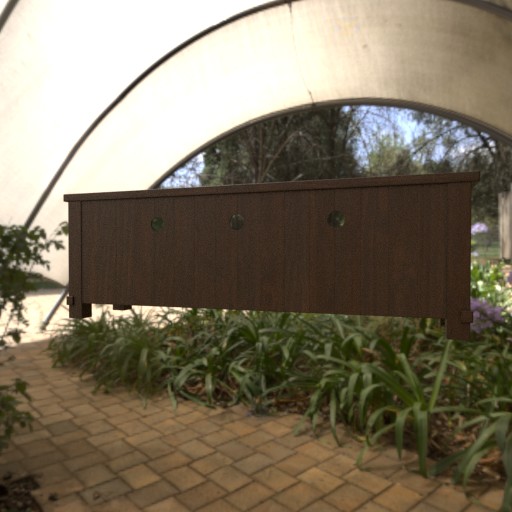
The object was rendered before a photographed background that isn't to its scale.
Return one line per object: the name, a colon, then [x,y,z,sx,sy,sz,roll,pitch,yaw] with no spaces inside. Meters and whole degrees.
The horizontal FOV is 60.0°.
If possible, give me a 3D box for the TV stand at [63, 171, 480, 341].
TV stand: [0.000,0.000,2.115,1.866,0.615,0.471,0,0,19]
